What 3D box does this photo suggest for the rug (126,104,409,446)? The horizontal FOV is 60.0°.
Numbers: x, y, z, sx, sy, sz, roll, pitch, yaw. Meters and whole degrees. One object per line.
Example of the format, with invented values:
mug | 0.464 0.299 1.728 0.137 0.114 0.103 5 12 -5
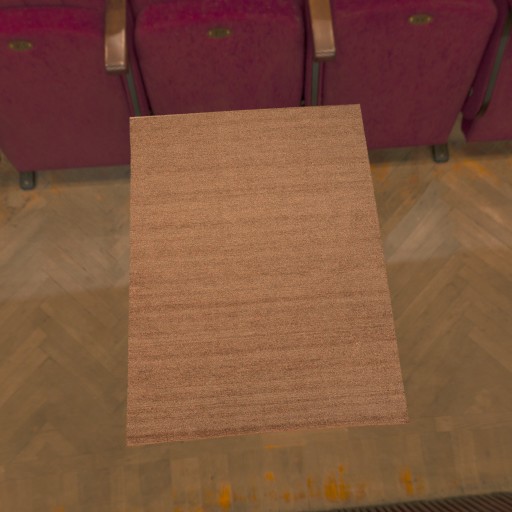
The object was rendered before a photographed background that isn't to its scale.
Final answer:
rug | 0.000 0.000 4.979 2.873 0.053 3.778 -4 74 -1
